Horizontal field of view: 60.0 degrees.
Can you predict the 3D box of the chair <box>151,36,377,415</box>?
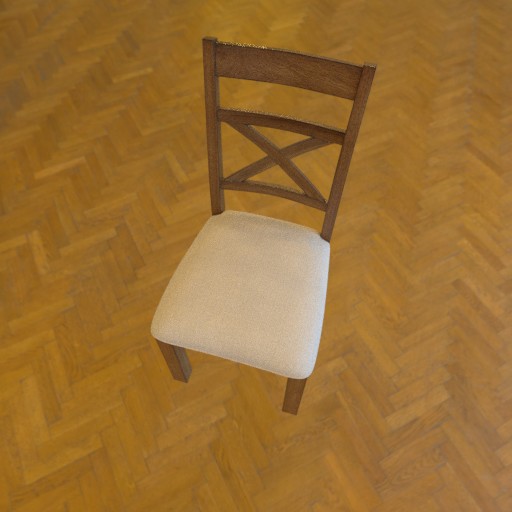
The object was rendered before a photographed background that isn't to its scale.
[{"bbox_3d":[0.000,0.000,1.267,0.461,0.949,0.581,14,57,9],"label":"chair"}]
